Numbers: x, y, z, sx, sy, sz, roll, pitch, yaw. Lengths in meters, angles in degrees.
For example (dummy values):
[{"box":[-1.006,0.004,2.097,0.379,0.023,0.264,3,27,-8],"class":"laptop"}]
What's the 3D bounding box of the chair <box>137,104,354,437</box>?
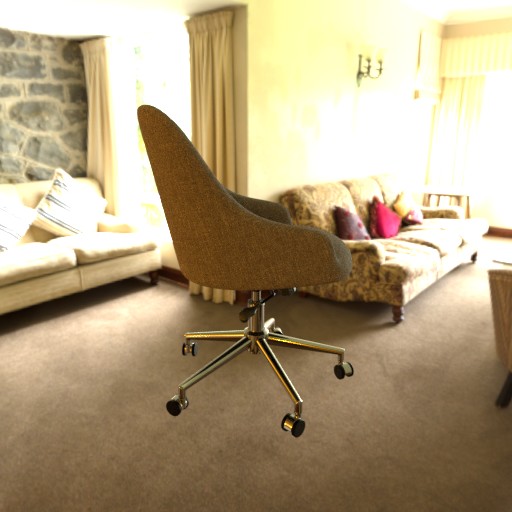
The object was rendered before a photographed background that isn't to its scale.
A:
[{"box":[0.000,0.000,1.485,0.712,0.950,0.671,-3,16,-10],"class":"chair"}]
